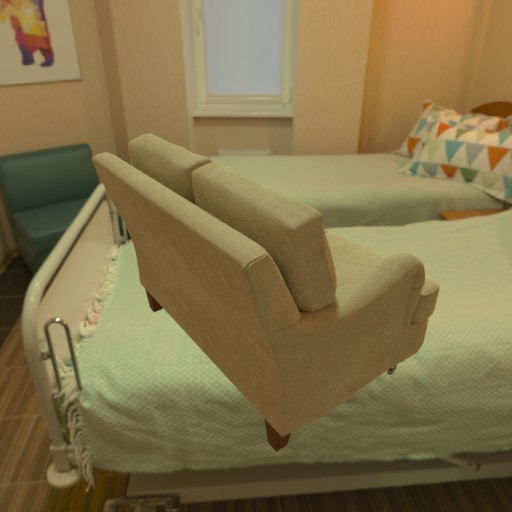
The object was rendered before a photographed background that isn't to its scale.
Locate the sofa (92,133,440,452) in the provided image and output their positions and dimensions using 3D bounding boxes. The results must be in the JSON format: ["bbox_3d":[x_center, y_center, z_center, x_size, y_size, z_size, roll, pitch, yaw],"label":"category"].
[{"bbox_3d":[0.000,0.000,2.263,1.086,1.087,1.498,-18,33,-31],"label":"sofa"}]
